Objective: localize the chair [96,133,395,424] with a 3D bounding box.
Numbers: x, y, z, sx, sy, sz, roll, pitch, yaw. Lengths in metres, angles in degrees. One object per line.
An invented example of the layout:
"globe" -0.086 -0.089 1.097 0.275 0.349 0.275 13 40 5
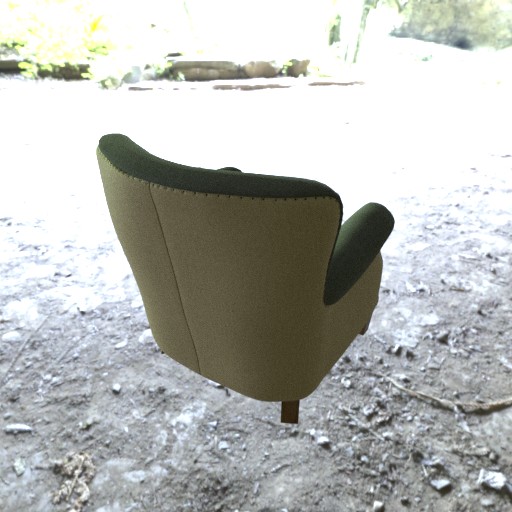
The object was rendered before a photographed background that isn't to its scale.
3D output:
"chair" 0.000 0.000 1.657 0.861 0.936 0.921 20 36 31
